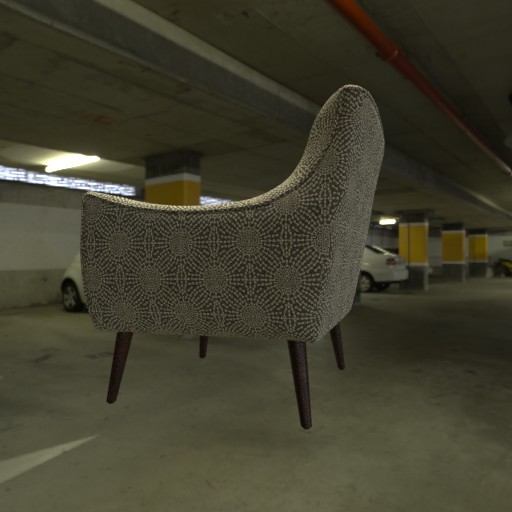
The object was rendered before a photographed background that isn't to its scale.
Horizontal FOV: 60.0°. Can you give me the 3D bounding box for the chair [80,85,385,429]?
[{"bbox_3d":[0.000,0.000,1.432,0.787,0.838,0.762,0,0,19],"label":"chair"}]
